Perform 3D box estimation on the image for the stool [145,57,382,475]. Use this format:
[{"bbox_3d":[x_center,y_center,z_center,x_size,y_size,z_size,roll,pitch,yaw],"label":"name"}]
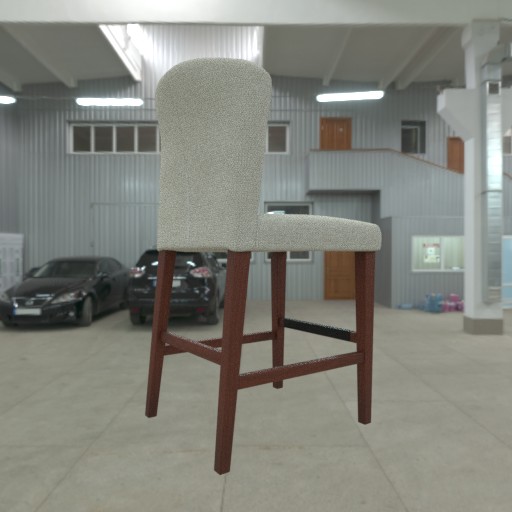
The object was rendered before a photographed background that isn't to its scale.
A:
[{"bbox_3d":[0.000,0.000,1.307,0.568,0.969,0.481,0,1,-36],"label":"stool"}]
